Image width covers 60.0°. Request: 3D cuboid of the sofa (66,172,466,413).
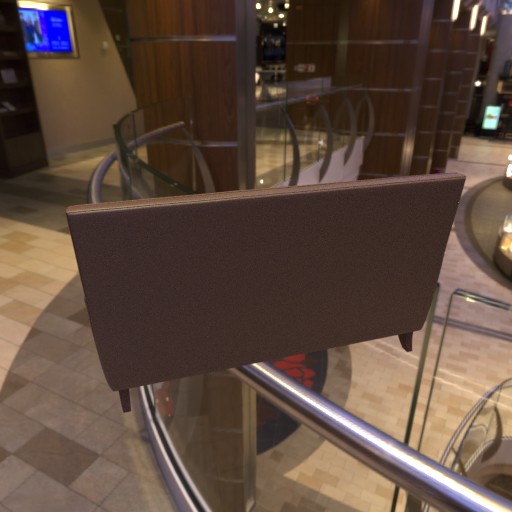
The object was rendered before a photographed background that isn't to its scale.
[{"bbox_3d":[0.000,0.000,2.070,1.468,0.859,0.853,-7,25,-16],"label":"sofa"}]
